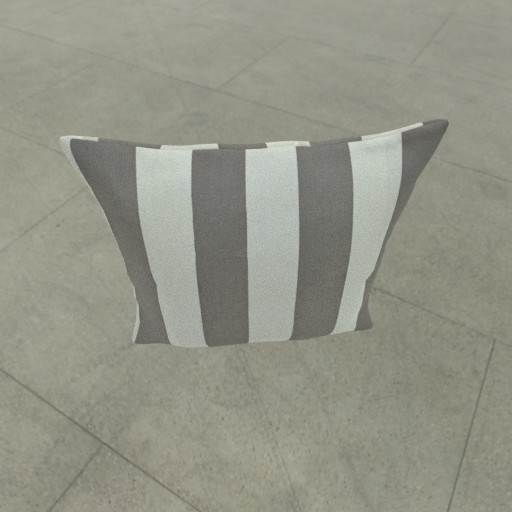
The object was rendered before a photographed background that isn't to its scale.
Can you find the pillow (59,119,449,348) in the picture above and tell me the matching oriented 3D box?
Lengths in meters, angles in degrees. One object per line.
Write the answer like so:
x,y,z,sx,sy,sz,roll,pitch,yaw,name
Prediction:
0.000,0.000,0.773,0.522,0.507,0.192,-3,48,-3,pillow
